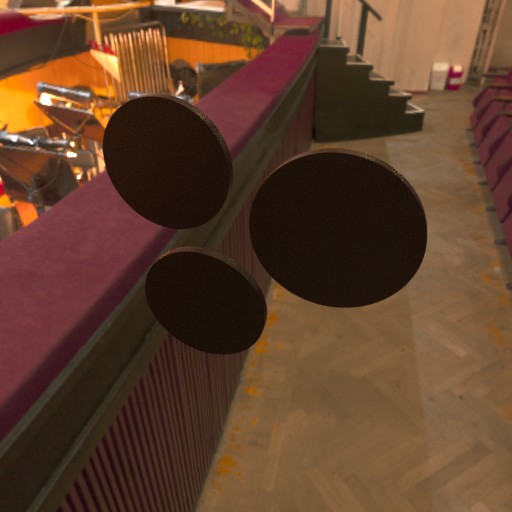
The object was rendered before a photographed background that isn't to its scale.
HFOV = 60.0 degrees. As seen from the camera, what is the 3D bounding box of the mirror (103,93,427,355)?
[{"bbox_3d":[0.000,0.000,3.115,2.160,2.096,0.076,10,35,15],"label":"mirror"}]
